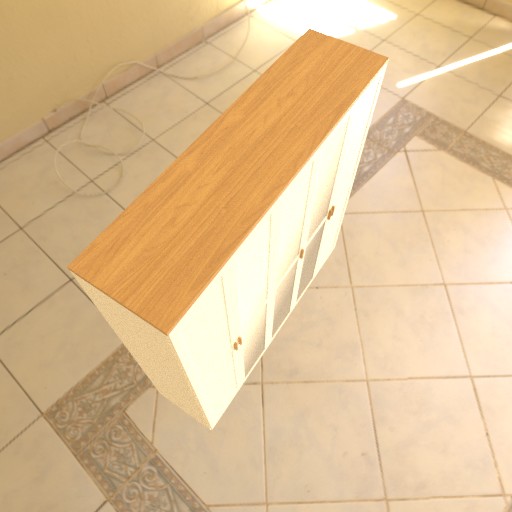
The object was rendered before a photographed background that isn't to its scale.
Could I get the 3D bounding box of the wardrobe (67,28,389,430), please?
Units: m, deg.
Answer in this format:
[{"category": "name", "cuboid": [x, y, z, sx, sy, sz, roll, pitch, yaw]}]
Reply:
[{"category": "wardrobe", "cuboid": [0.000, 0.000, 3.321, 0.590, 2.260, 2.160, 29, 63, 17]}]
